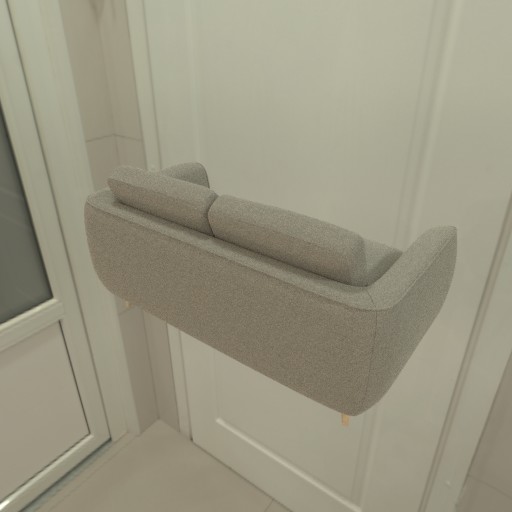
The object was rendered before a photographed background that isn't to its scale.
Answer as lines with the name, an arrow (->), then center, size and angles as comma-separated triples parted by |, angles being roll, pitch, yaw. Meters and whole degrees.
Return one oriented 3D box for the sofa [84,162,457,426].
sofa -> 0.000, 0.000, 2.213 | 1.700, 0.850, 0.920 | 20, 35, 32
